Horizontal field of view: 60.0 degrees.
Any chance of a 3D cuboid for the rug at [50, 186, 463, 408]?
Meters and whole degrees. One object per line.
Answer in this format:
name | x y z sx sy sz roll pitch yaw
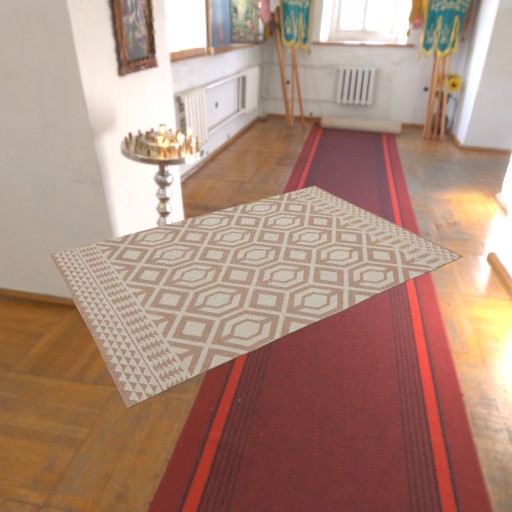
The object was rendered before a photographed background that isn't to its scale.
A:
rug | 0.000 0.000 2.352 1.829 0.008 1.219 -18 35 -28
